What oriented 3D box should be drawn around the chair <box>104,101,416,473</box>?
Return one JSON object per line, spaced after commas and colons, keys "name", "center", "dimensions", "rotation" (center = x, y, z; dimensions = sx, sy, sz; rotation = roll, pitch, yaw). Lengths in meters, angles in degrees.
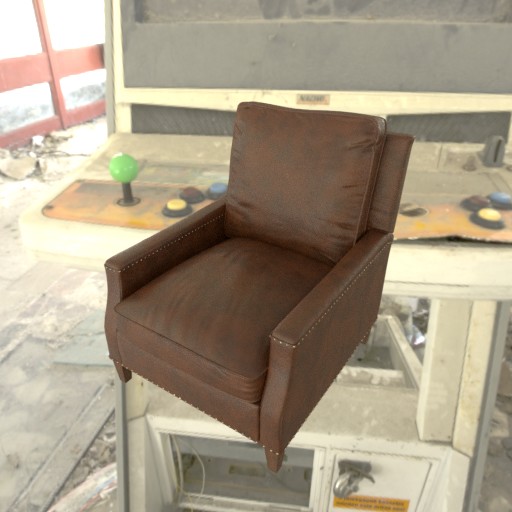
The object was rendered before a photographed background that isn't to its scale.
{"name": "chair", "center": [0.000, 0.000, 1.817], "dimensions": [0.854, 1.054, 1.035], "rotation": [18, 34, 29]}
